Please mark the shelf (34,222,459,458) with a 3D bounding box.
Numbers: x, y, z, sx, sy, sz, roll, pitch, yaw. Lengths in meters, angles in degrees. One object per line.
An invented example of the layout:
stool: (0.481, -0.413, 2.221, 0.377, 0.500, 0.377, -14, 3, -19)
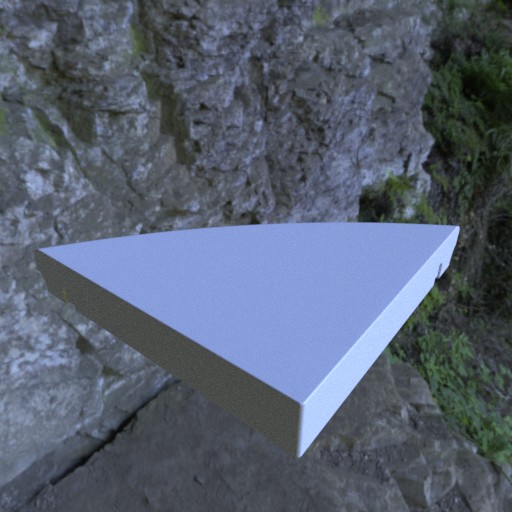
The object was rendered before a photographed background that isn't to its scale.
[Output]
shelf: (0.000, 0.000, 0.458, 0.310, 0.050, 0.310, 21, 36, 32)
